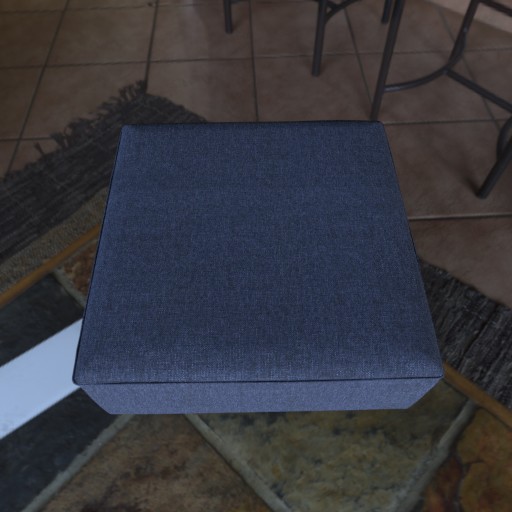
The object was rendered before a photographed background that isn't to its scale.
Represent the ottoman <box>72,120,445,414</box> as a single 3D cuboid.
[{"bbox_3d":[0.000,0.000,1.578,1.023,0.423,1.017,0,58,0],"label":"ottoman"}]
